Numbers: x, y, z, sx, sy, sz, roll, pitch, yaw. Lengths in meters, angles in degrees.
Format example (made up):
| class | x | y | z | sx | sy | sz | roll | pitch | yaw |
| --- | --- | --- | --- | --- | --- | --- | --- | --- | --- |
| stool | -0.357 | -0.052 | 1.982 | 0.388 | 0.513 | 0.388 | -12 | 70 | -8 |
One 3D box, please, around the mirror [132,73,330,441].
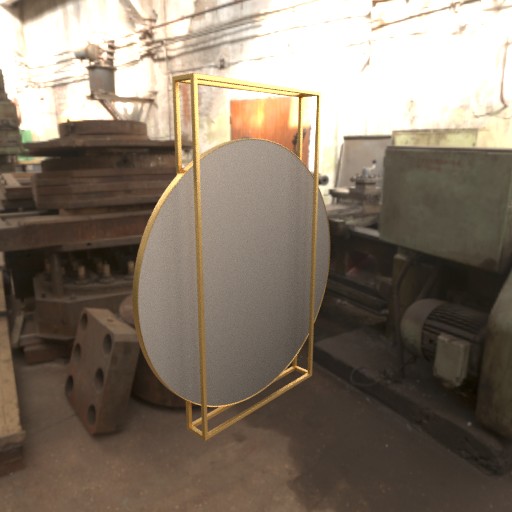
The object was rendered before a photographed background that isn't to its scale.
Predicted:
| class | x | y | z | sx | sy | sz | roll | pitch | yaw |
| --- | --- | --- | --- | --- | --- | --- | --- | --- | --- |
| mirror | 0.000 | 0.000 | 0.832 | 0.051 | 0.603 | 0.508 | 13 | 19 | 42 |
